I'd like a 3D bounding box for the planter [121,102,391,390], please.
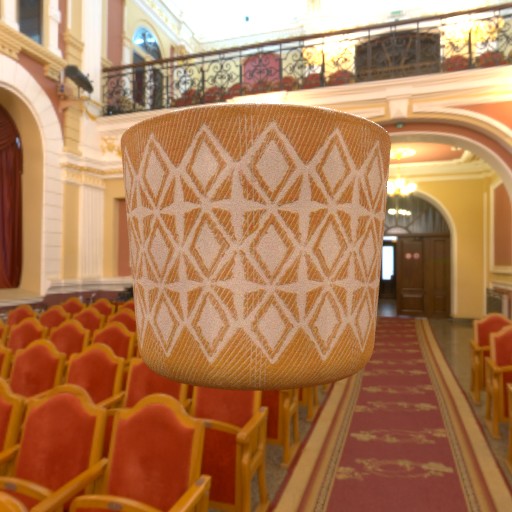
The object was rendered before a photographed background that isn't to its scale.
[{"bbox_3d":[0.000,0.000,0.215,0.126,0.104,0.126,0,-1,0],"label":"planter"}]
